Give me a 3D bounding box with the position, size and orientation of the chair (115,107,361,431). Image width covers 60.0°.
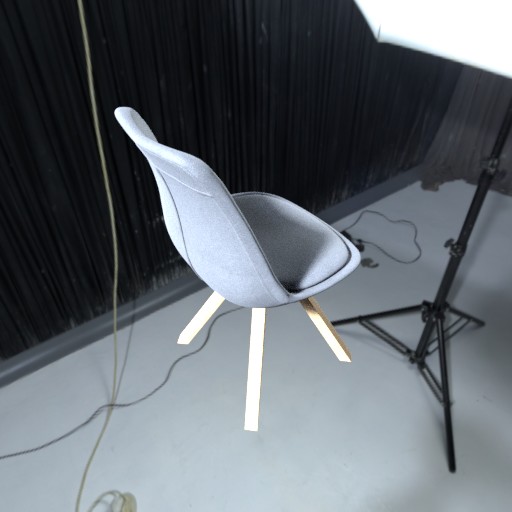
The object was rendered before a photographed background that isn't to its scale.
[{"bbox_3d":[0.000,0.000,1.203,0.549,0.863,0.474,-26,47,-27],"label":"chair"}]
